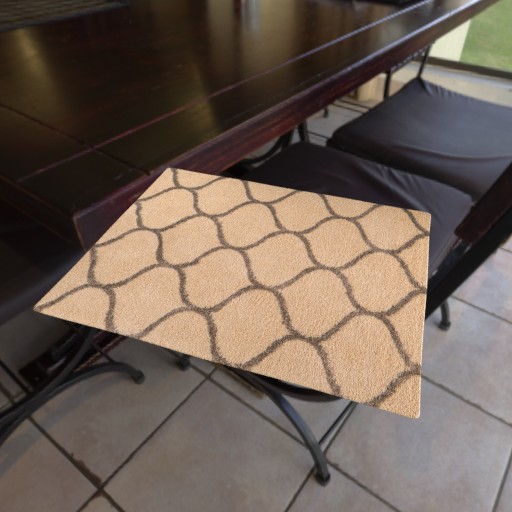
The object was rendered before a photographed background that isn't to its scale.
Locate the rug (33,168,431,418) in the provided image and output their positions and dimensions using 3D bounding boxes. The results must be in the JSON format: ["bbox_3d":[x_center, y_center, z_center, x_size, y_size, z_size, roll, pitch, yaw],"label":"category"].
[{"bbox_3d":[0.000,0.000,4.059,3.000,0.026,2.399,12,42,14],"label":"rug"}]
